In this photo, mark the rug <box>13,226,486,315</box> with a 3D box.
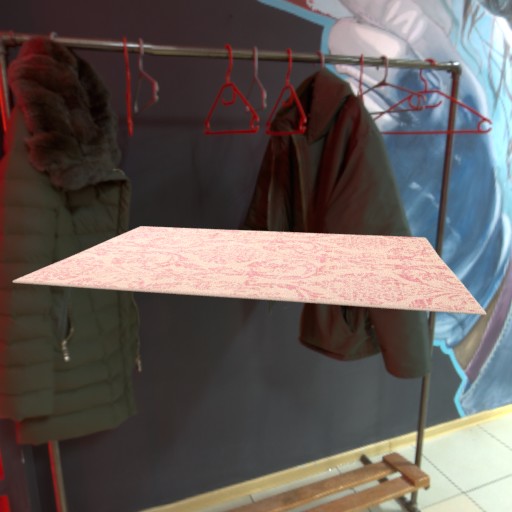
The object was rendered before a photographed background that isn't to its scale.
[{"bbox_3d":[0.000,0.000,2.256,1.839,0.012,1.219,3,15,11],"label":"rug"}]
